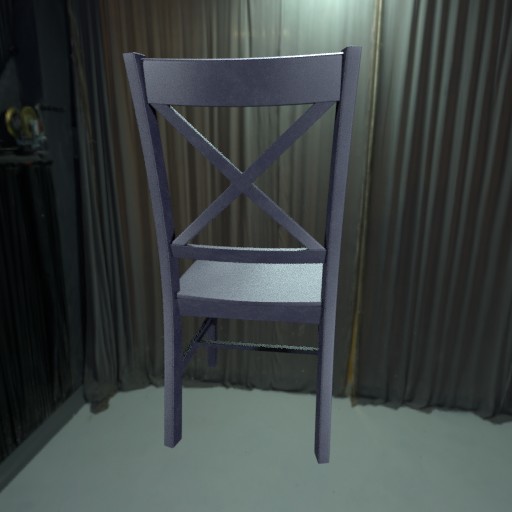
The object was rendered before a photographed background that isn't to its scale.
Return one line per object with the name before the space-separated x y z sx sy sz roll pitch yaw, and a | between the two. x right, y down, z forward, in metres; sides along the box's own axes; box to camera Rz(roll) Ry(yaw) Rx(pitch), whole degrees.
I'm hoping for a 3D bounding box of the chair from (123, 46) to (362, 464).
chair | 0.000 0.000 1.247 0.485 0.983 0.542 2 15 8
